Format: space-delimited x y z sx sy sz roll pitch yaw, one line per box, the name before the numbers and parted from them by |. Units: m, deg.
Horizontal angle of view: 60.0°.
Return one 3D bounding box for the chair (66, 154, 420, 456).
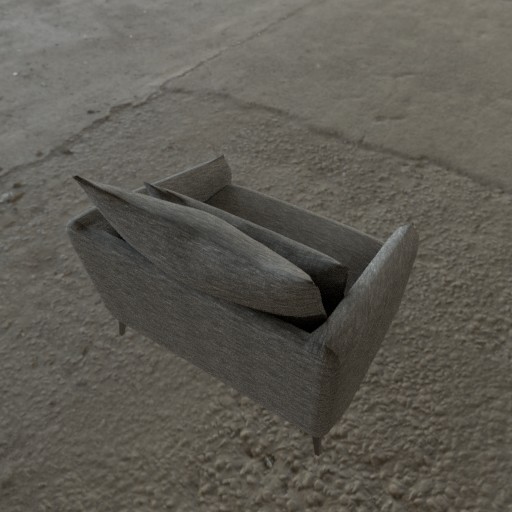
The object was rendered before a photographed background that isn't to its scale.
chair | 0.000 0.000 1.604 1.004 0.842 0.805 24 50 22
